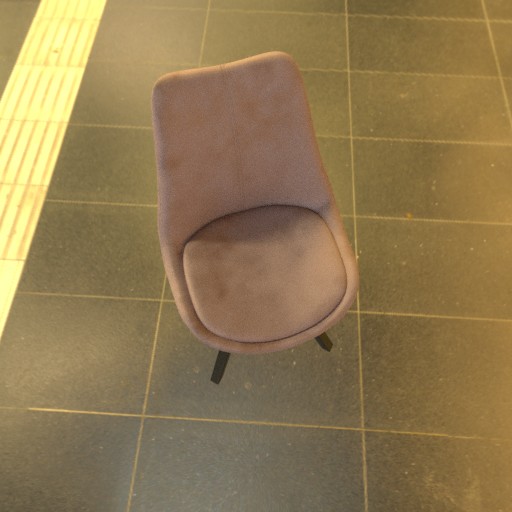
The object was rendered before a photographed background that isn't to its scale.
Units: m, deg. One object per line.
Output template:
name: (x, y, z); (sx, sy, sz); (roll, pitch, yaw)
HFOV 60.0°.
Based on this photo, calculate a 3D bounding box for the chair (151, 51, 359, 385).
chair: (0.000, 0.000, 1.220); (0.483, 0.865, 0.547); (-15, 65, -7)
